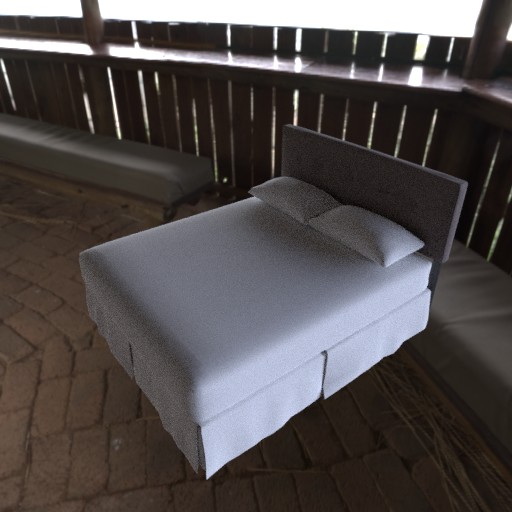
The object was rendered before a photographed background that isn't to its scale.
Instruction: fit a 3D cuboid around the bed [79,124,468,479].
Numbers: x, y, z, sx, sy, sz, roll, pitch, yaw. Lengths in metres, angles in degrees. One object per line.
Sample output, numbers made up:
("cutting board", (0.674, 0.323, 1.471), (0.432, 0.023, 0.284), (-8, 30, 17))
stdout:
("bed", (0.000, 0.000, 2.874), (1.894, 1.089, 1.610), (-22, 38, -31))
